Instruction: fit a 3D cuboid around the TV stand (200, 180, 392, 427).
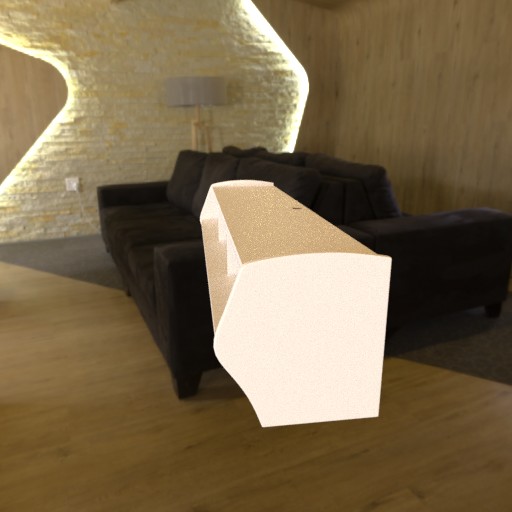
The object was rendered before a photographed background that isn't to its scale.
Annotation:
[{"bbox_3d":[0.000,0.000,1.705,0.397,0.424,1.473,-2,16,-8],"label":"TV stand"}]
